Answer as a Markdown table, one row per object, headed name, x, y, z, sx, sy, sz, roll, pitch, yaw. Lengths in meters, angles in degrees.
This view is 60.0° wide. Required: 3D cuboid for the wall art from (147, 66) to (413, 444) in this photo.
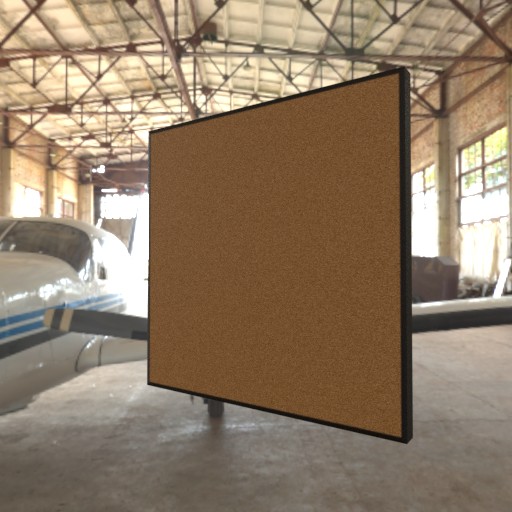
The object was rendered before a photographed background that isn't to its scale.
| name | x | y | z | sx | sy | sz | roll | pitch | yaw |
| --- | --- | --- | --- | --- | --- | --- | --- | --- | --- |
| wall art | 0.000 | 0.000 | 0.756 | 0.513 | 0.511 | 0.028 | -1 | -1 | 35 |
